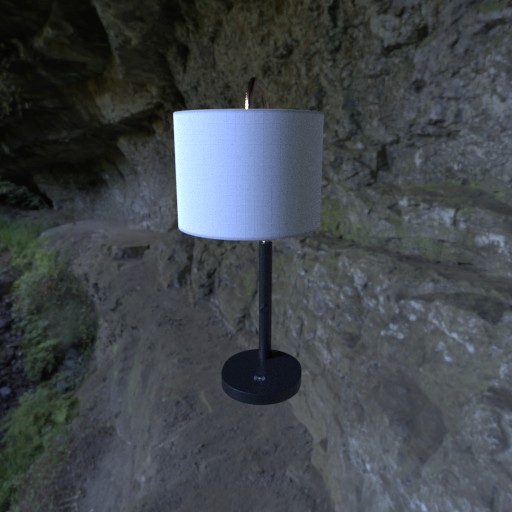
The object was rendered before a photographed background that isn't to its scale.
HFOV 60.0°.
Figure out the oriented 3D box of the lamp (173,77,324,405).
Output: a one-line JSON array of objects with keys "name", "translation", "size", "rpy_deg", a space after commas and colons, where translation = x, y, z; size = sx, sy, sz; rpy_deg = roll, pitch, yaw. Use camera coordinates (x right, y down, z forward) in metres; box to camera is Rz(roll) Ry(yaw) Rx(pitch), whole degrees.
[{"name": "lamp", "translation": [0.000, 0.000, 0.717], "size": [0.199, 0.540, 0.337], "rpy_deg": [2, 15, 8]}]
